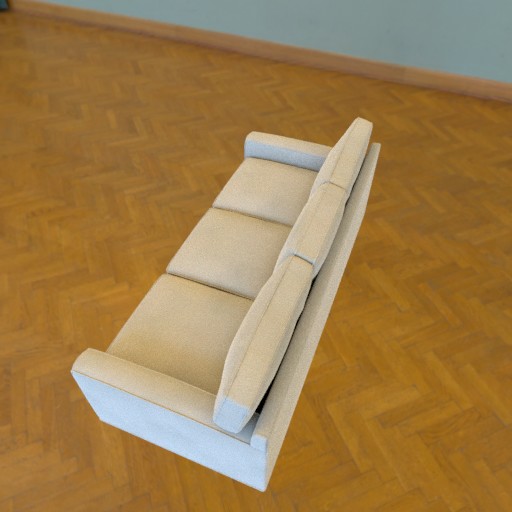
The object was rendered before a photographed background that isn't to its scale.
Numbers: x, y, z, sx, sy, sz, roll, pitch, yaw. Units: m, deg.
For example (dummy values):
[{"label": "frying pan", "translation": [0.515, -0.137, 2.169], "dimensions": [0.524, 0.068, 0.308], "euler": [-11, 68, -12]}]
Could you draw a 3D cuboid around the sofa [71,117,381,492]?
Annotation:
[{"label": "sofa", "translation": [0.000, 0.000, 2.553], "dimensions": [0.935, 0.862, 2.088], "euler": [17, 49, 15]}]
